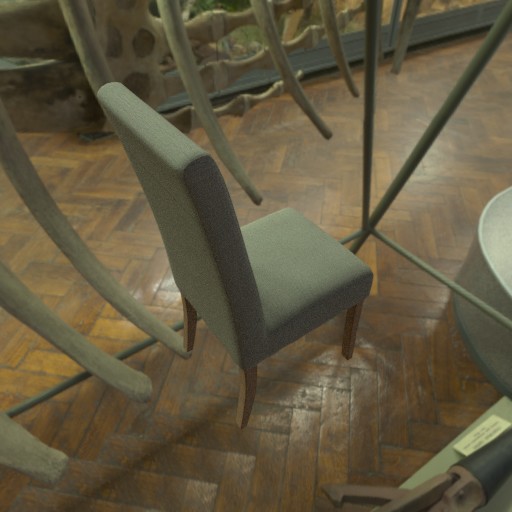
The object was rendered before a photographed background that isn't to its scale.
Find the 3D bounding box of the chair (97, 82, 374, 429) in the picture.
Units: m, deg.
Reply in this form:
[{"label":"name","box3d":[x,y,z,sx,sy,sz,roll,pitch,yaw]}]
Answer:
[{"label":"chair","box3d":[0.000,0.000,1.343,0.611,1.033,0.450,-24,47,-25]}]
